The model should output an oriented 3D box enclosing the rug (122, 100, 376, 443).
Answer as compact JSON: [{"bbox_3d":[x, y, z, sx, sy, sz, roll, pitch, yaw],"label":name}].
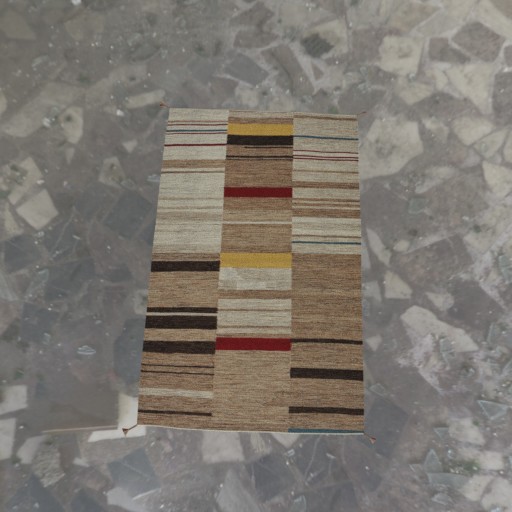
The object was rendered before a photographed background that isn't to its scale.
[{"bbox_3d":[0.000,0.000,2.447,1.268,0.007,1.918,2,75,1],"label":"rug"}]
